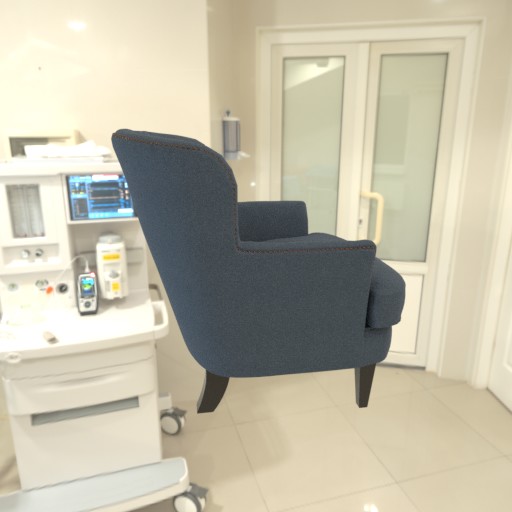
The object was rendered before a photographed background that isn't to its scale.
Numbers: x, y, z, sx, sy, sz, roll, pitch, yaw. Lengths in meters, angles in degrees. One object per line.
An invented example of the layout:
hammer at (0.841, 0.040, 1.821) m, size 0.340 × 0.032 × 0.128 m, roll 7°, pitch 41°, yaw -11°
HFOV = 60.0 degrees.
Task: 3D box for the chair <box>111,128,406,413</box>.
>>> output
chair at (0.000, 0.000, 1.572) m, size 0.906 × 0.868 × 0.848 m, roll -3°, pitch 16°, yaw -9°
